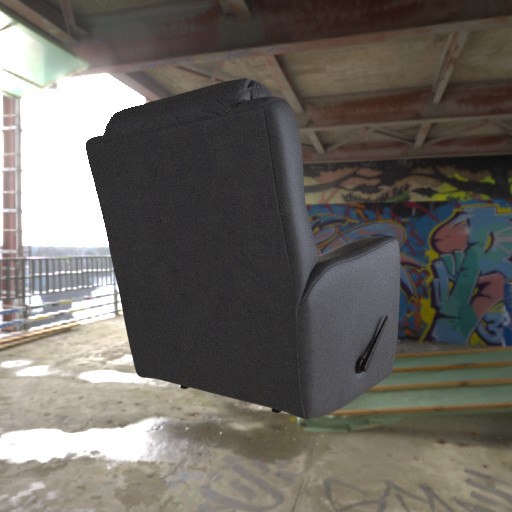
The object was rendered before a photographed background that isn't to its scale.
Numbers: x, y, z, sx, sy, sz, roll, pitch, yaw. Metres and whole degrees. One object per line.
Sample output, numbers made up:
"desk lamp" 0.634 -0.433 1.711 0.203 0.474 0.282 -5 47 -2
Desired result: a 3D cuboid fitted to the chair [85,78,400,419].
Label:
"chair" 0.000 0.000 1.869 0.967 1.116 1.068 1 2 35
